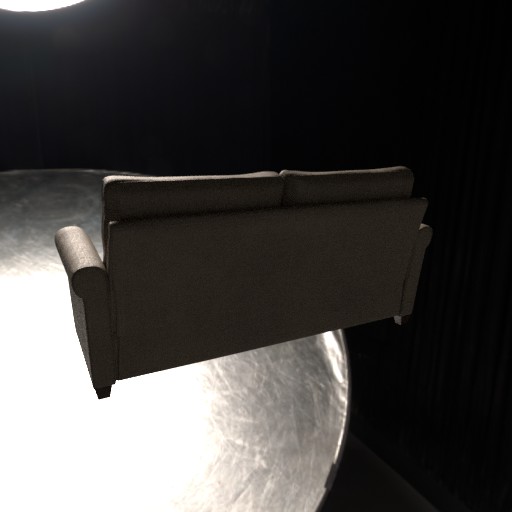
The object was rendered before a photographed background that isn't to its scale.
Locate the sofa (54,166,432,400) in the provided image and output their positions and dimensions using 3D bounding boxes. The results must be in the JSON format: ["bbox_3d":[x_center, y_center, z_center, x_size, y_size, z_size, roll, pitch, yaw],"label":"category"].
[{"bbox_3d":[0.000,0.000,2.410,1.935,0.942,0.842,-7,16,-27],"label":"sofa"}]
